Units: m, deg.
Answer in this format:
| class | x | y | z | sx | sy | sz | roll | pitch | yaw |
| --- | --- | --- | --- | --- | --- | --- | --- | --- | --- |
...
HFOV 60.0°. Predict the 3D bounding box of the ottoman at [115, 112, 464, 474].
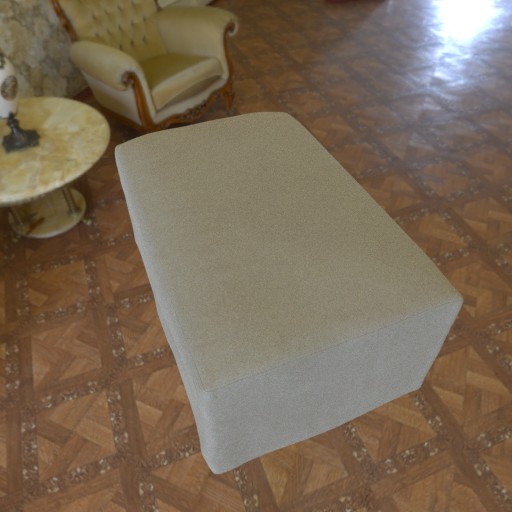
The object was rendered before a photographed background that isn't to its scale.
| class | x | y | z | sx | sy | sz | roll | pitch | yaw |
| --- | --- | --- | --- | --- | --- | --- | --- | --- | --- |
| ottoman | 0.000 | 0.000 | 1.208 | 0.590 | 0.444 | 0.872 | -17 | 48 | -16 |
